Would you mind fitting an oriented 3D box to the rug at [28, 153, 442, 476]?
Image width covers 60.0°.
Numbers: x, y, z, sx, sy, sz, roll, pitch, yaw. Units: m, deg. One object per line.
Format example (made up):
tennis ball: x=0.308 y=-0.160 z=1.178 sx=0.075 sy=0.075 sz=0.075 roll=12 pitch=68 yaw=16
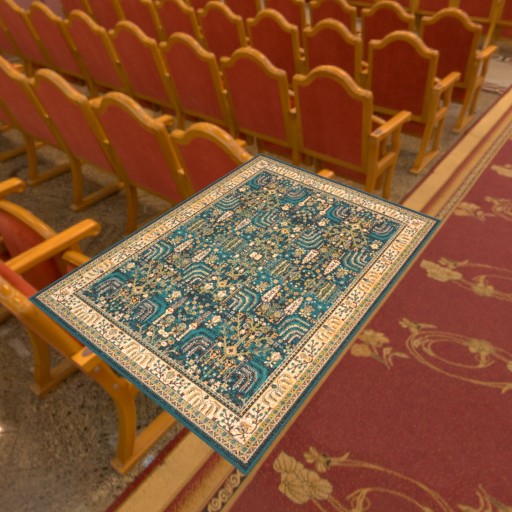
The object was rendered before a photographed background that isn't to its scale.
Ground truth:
rug: x=0.000 y=0.000 z=3.912 sx=2.226 sy=0.015 sz=3.044 roll=27 pitch=48 yaw=28
